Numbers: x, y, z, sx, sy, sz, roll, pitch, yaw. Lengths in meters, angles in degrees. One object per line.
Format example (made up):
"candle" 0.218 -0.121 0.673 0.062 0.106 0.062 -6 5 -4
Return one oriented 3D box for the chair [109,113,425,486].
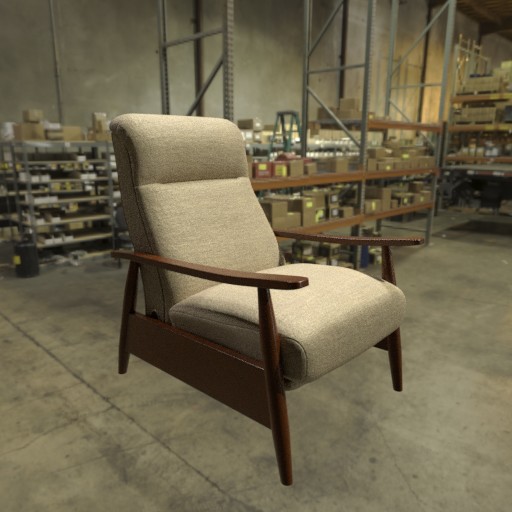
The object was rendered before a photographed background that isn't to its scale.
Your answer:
"chair" 0.000 0.000 1.730 1.014 1.082 0.762 13 19 42
